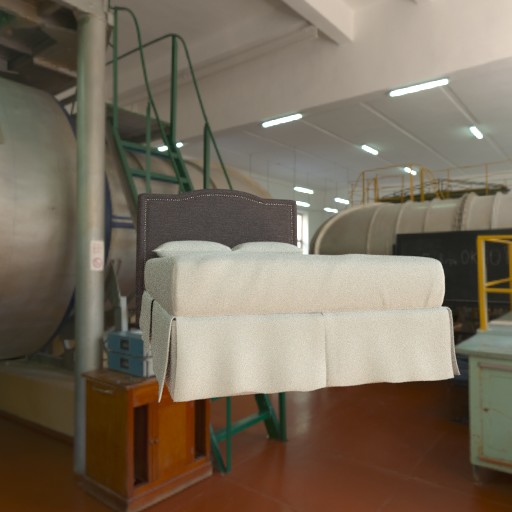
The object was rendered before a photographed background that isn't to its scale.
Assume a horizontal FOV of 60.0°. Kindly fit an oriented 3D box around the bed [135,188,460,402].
[{"bbox_3d":[0.000,0.000,3.483,1.741,1.441,2.507,0,-1,-17],"label":"bed"}]
